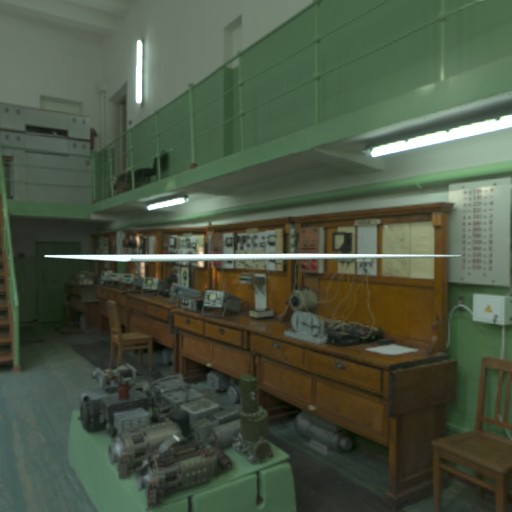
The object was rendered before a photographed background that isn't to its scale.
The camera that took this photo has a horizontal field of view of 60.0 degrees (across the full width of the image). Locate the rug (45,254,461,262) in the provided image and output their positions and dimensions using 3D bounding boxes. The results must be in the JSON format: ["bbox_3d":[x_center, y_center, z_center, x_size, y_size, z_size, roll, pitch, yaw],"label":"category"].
[{"bbox_3d":[0.000,0.000,2.880,2.244,0.017,1.532,0,1,-36],"label":"rug"}]
